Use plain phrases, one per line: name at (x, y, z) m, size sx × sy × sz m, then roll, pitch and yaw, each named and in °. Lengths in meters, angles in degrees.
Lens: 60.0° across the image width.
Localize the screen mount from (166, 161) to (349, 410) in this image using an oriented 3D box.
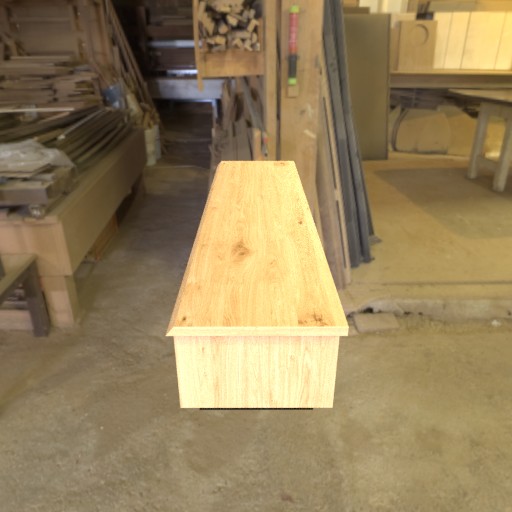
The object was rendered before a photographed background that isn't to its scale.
screen mount at (0.000, 0.000, 1.942) m, size 0.450 × 0.430 × 1.700 m, roll 0°, pitch 26°, yaw 0°
